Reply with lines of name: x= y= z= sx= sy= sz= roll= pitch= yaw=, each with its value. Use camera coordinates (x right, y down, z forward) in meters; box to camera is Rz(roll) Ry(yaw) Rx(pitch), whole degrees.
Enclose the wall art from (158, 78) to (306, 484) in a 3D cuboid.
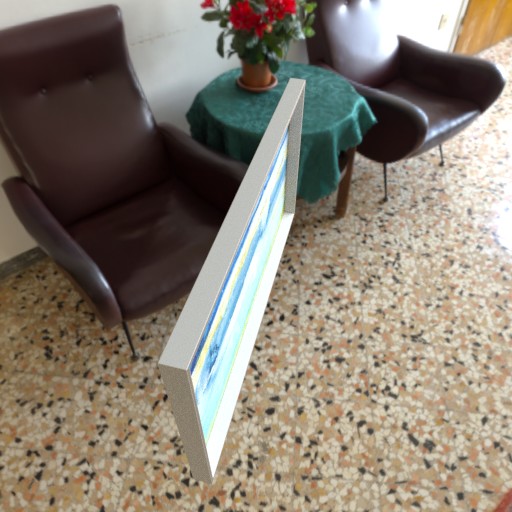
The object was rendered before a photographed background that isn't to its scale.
wall art: x=0.000 y=0.000 z=0.966 sx=0.038 sy=0.431 sz=0.812 roll=11 pitch=47 yaw=10
